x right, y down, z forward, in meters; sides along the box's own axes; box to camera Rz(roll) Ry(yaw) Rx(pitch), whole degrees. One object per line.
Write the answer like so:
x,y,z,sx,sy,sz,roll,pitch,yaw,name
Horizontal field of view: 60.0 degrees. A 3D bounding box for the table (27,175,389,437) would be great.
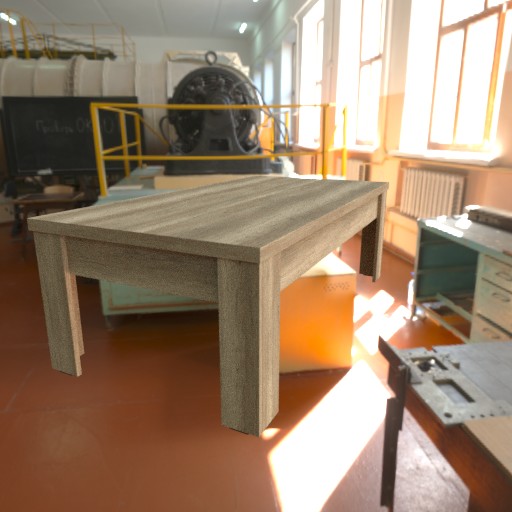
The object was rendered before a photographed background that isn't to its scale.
0.000,0.000,1.683,0.700,0.460,1.350,8,17,26,table
